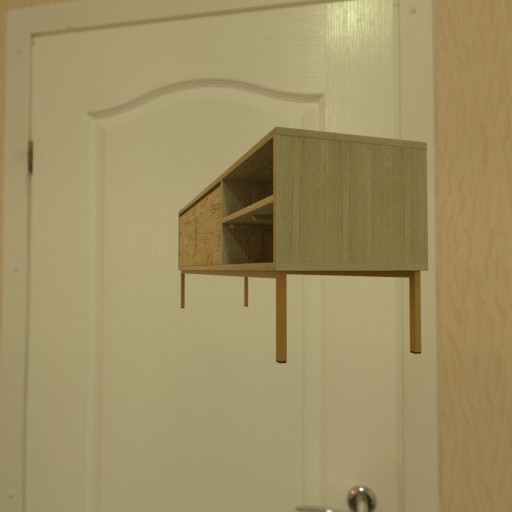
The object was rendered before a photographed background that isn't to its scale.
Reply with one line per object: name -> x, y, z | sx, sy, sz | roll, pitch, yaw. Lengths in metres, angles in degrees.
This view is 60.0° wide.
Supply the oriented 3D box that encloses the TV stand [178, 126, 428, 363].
TV stand -> 0.000, 0.000, 1.844 | 0.420, 0.550, 1.600 | 1, -2, -18
